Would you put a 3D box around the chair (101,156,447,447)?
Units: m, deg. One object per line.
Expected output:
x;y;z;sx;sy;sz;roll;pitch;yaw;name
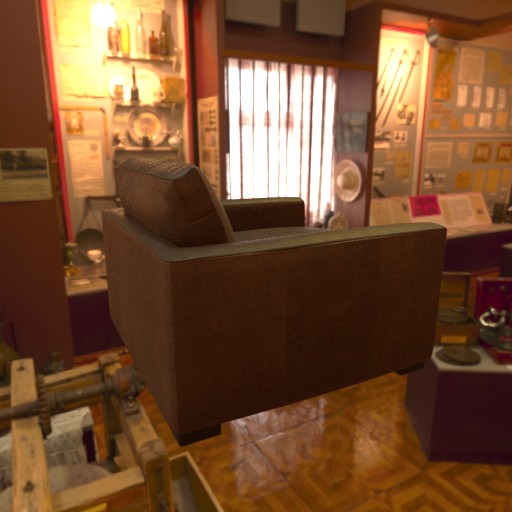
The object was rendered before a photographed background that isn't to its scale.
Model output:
0.000;0.000;1.856;1.069;0.812;1.100;-7;16;-27;chair
